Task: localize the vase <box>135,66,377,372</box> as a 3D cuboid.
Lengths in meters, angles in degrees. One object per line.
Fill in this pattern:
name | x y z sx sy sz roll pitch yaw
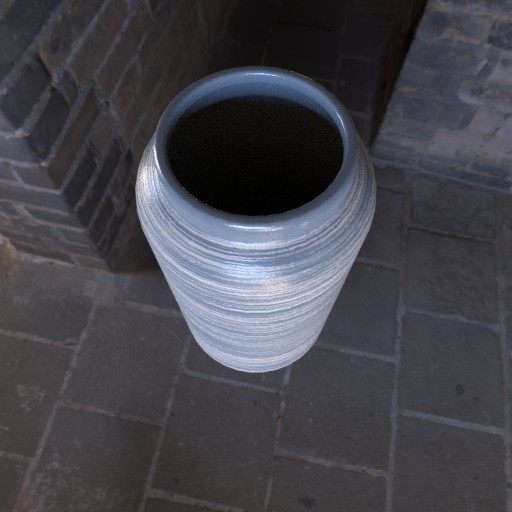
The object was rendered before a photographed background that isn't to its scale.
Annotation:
vase | 0.000 0.000 0.289 0.116 0.230 0.116 0 64 0
